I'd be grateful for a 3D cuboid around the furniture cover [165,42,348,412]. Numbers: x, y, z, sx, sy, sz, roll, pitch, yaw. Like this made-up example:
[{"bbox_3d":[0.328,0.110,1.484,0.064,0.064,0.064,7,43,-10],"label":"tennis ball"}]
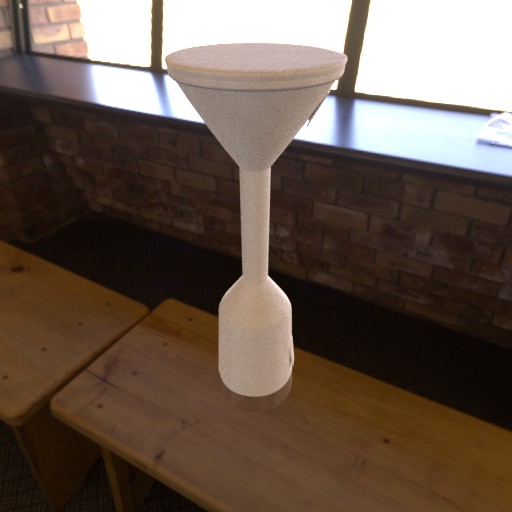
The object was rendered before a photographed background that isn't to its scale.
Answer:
[{"bbox_3d":[0.000,0.000,2.882,0.914,2.413,0.914,-1,33,-1],"label":"furniture cover"}]
